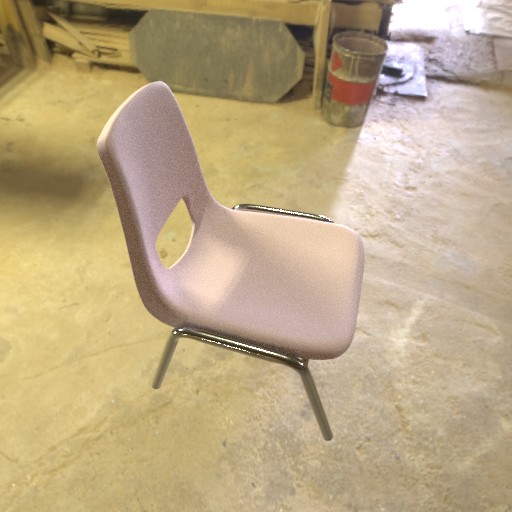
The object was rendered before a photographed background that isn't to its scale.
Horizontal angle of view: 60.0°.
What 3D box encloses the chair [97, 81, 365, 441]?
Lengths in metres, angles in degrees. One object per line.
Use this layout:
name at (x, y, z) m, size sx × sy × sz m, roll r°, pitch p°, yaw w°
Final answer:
chair at (0.000, 0.000, 0.782) m, size 0.385 × 0.537 × 0.354 m, roll 11°, pitch 47°, yaw 11°
